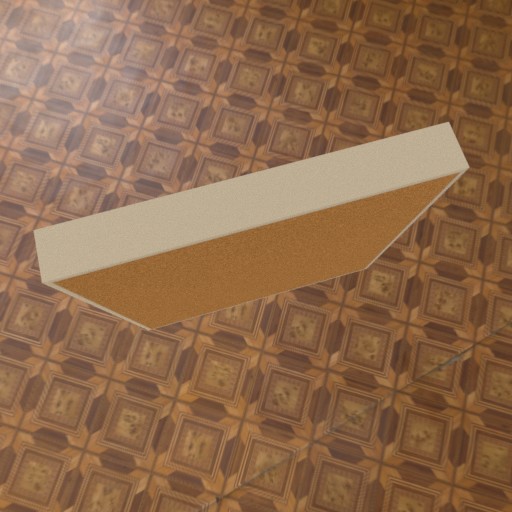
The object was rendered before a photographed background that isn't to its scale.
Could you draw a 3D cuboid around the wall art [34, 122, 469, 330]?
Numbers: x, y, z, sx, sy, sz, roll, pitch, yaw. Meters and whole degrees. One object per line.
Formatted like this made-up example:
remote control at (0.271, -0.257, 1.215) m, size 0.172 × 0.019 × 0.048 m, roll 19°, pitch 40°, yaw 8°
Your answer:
wall art at (0.000, 0.000, 0.456) m, size 0.305 × 0.304 × 0.038 m, roll -15°, pitch 75°, yaw -4°
